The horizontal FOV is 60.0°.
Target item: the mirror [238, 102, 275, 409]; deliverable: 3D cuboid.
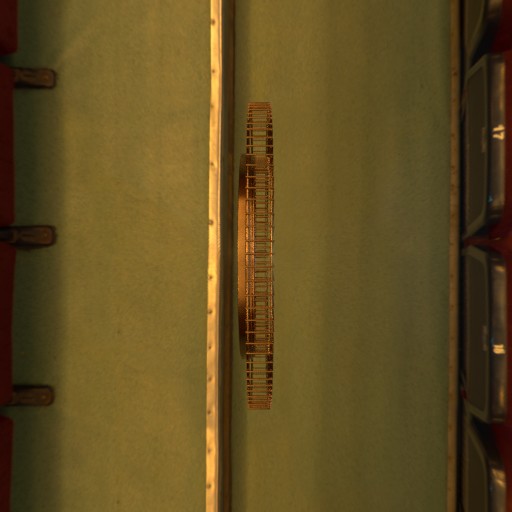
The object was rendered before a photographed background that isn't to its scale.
[{"bbox_3d":[0.000,0.000,1.074,0.067,0.703,0.703,0,89,0],"label":"mirror"}]
